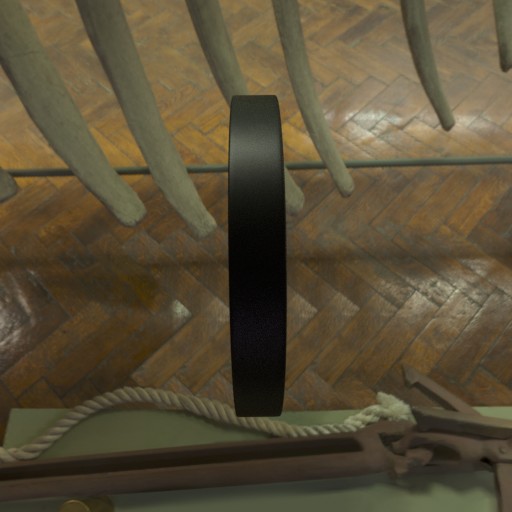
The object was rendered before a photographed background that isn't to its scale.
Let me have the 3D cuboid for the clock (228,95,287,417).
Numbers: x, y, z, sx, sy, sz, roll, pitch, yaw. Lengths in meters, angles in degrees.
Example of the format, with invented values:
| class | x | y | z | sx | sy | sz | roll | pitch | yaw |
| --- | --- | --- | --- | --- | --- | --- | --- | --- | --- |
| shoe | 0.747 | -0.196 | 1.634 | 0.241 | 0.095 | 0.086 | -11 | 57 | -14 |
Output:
| class | x | y | z | sx | sy | sz | roll | pitch | yaw |
| --- | --- | --- | --- | --- | --- | --- | --- | --- | --- |
| clock | 0.000 | 0.000 | 0.459 | 0.040 | 0.314 | 0.314 | -1 | 63 | 0 |
